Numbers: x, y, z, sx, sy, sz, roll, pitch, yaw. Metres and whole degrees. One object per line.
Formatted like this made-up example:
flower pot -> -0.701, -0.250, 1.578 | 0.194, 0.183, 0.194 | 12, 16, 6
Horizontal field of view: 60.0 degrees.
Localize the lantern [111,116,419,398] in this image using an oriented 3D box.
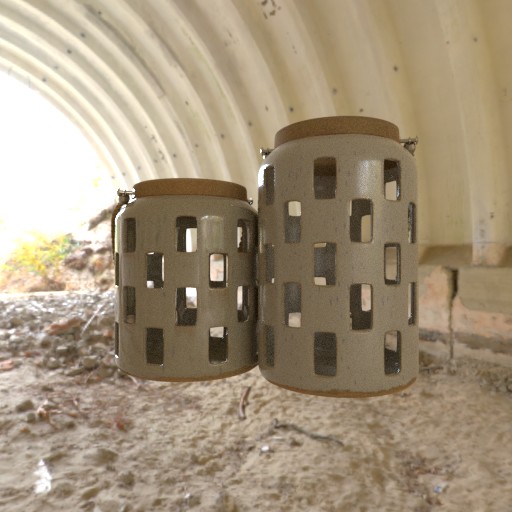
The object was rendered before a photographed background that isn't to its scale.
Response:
lantern -> 0.000, 0.000, 0.501 | 0.347, 0.255, 0.184 | 0, -1, 17
